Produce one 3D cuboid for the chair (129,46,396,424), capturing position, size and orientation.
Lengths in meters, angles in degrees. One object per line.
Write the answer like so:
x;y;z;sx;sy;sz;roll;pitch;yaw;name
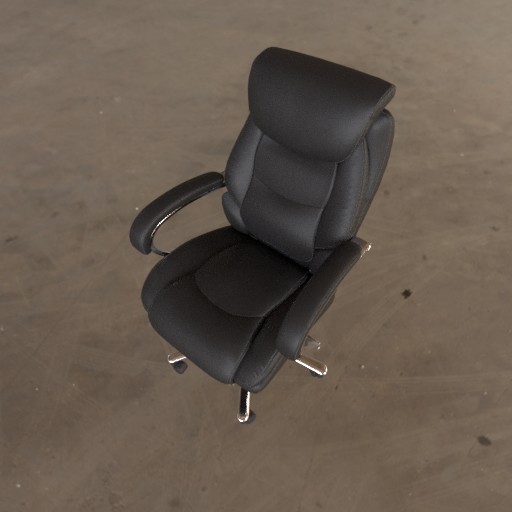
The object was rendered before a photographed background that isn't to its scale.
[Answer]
0.000;0.000;1.627;0.755;1.183;0.790;31;54;26;chair
